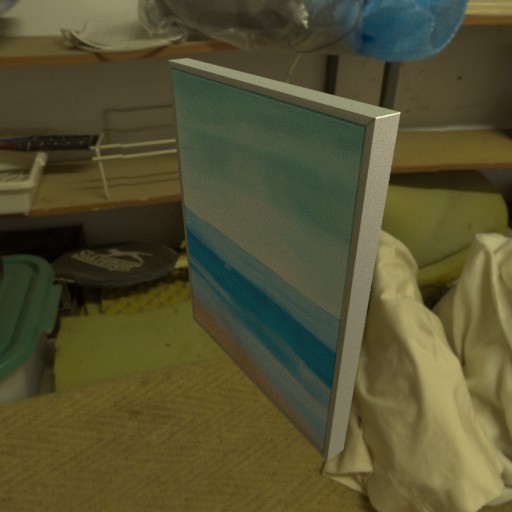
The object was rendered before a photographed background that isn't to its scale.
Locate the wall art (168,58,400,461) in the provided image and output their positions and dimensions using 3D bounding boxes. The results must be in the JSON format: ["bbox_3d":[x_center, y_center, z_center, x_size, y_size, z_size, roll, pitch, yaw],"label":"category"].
[{"bbox_3d":[0.000,0.000,0.737,0.039,0.553,0.445,-21,38,-30],"label":"wall art"}]
